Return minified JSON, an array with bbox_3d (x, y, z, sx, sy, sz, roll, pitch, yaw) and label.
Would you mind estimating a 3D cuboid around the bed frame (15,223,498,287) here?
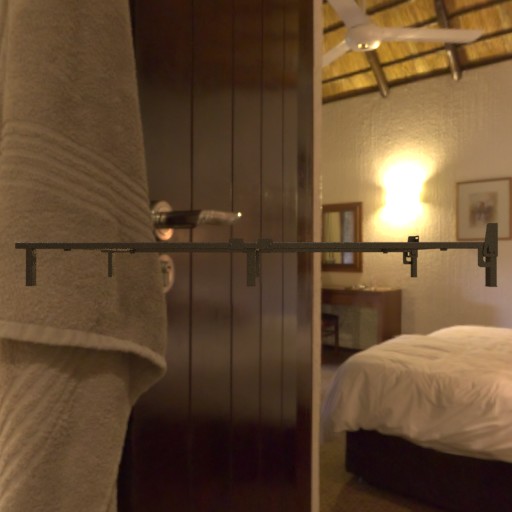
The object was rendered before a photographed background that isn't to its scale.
[{"bbox_3d":[0.000,0.000,2.218,1.897,0.248,0.968,0,0,1],"label":"bed frame"}]
